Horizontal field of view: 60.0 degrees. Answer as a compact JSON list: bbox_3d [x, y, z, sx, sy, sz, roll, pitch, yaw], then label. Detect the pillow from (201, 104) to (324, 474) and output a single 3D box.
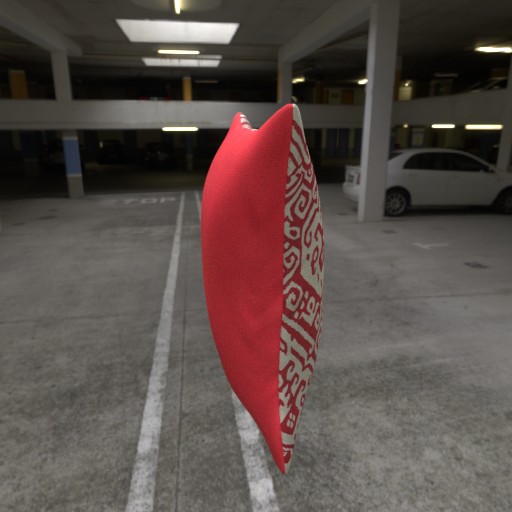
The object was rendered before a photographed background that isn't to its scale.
[{"bbox_3d":[0.000,0.000,0.804,0.192,0.507,0.522,-3,17,-8],"label":"pillow"}]
